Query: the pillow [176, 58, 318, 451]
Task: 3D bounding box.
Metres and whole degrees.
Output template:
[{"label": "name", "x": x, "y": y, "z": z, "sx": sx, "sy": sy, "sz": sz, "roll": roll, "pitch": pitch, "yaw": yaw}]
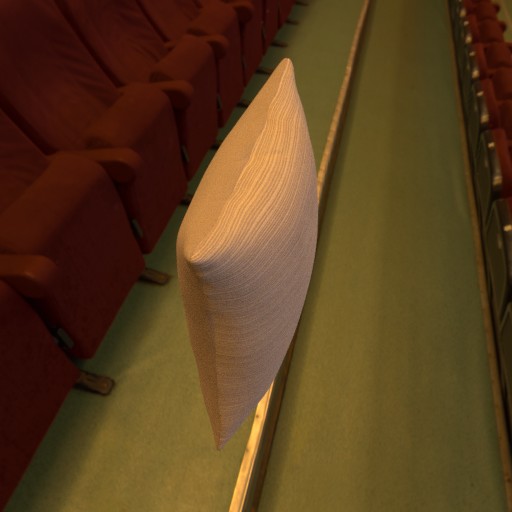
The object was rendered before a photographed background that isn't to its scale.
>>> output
[{"label": "pillow", "x": 0.000, "y": 0.000, "z": 0.783, "sx": 0.204, "sy": 0.497, "sz": 0.512, "roll": 10, "pitch": 47, "yaw": 10}]
